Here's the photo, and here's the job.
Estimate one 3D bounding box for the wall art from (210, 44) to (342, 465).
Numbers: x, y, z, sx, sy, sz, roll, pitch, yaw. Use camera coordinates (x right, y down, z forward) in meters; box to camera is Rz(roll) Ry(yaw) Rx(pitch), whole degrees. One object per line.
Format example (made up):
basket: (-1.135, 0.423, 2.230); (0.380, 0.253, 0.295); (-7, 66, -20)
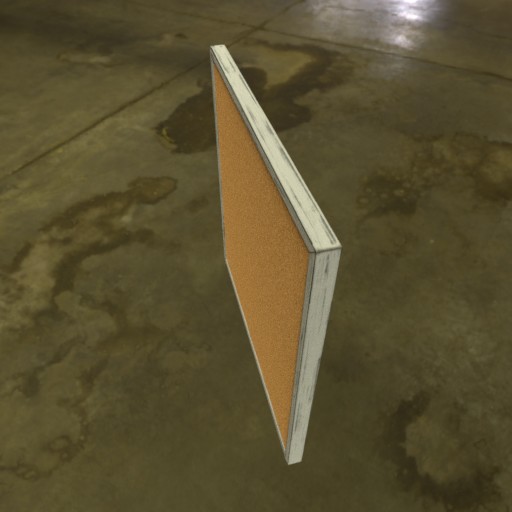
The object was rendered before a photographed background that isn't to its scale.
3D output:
wall art: (0.000, 0.000, 1.120); (0.037, 0.761, 0.761); (-11, 46, -10)
